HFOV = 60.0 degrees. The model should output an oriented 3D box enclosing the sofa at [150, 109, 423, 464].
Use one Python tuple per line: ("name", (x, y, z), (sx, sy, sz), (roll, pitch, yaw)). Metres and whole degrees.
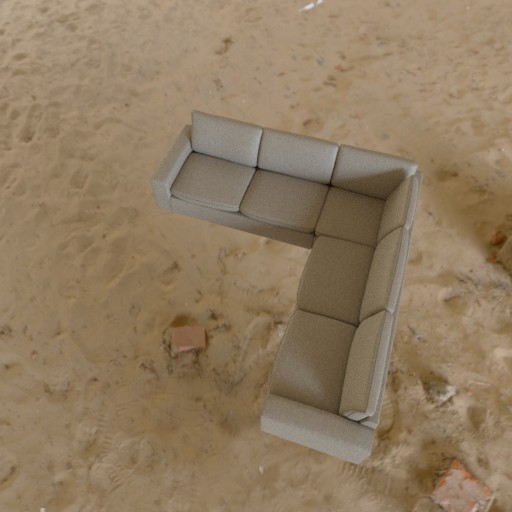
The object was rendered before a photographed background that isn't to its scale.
("sofa", (0.000, 0.000, 4.107), (2.622, 0.800, 2.742), (16, 59, 10))
